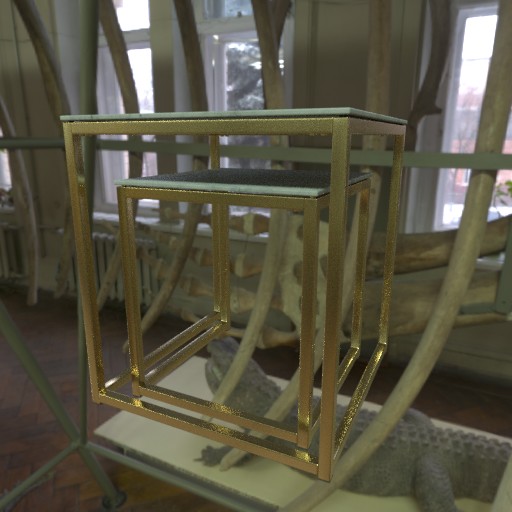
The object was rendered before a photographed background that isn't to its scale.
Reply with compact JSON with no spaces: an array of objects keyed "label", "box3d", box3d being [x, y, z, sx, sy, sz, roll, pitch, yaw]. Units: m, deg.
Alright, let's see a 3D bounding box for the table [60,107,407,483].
[{"label":"table","box3d":[0.000,0.000,0.843,0.450,0.500,0.450,7,17,25]}]
